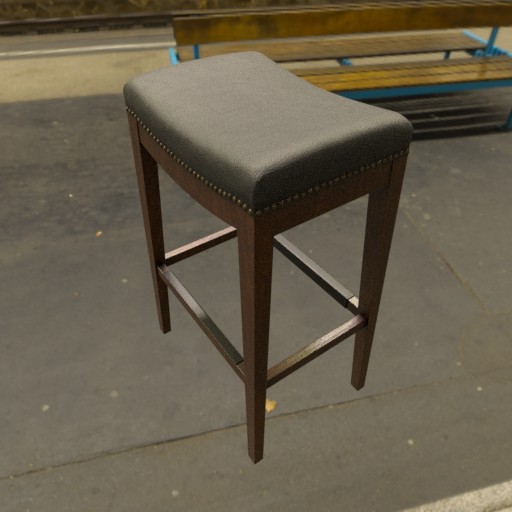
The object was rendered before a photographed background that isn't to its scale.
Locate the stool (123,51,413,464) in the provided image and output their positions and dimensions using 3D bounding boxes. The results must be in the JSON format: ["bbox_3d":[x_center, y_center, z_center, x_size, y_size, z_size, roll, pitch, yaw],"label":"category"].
[{"bbox_3d":[0.000,0.000,1.020,0.361,0.765,0.500,-25,47,-26],"label":"stool"}]
